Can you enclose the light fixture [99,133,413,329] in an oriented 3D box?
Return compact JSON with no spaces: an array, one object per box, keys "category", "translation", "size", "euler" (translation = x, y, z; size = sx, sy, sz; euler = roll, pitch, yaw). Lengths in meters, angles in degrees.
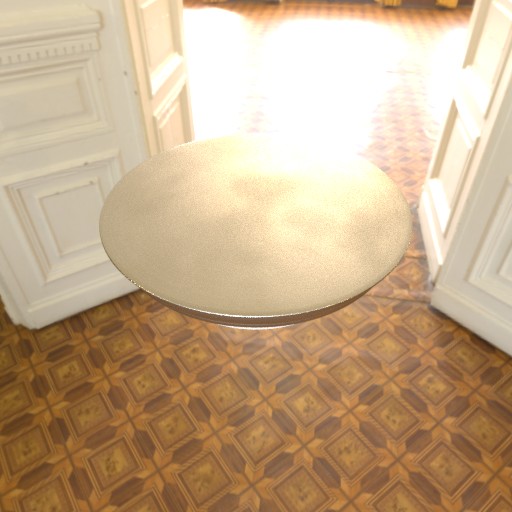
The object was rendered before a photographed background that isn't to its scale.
[{"category":"light fixture","translation":[0.000,0.000,0.453],"size":[0.280,0.135,0.280],"euler":[0,41,0]}]
